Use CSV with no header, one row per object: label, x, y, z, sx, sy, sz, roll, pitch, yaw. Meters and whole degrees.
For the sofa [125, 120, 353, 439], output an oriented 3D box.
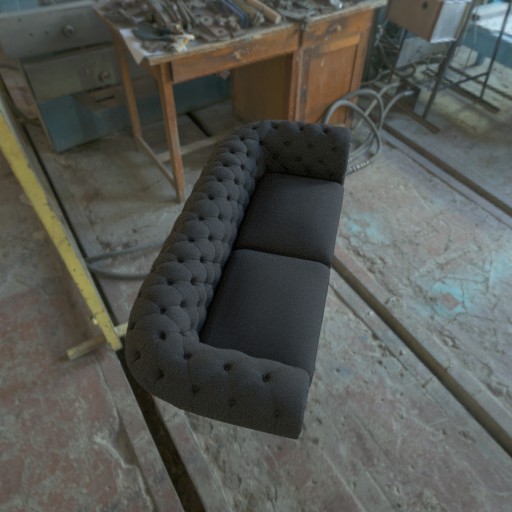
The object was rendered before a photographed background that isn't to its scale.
sofa,0.000,0.000,2.912,0.991,0.762,2.362,10,49,9
